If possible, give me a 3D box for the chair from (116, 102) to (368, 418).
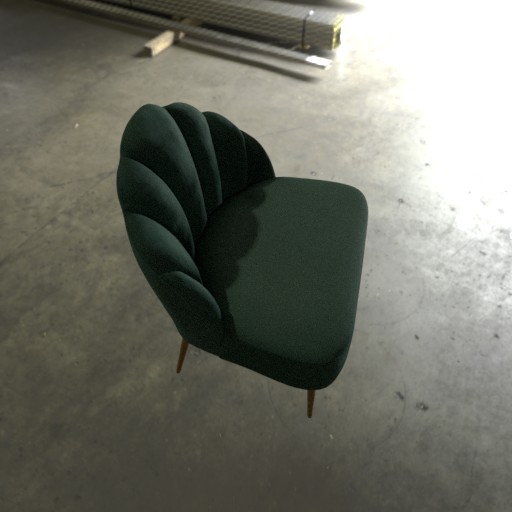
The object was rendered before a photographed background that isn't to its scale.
[{"bbox_3d":[0.000,0.000,1.275,0.599,0.819,0.657,11,48,10],"label":"chair"}]
